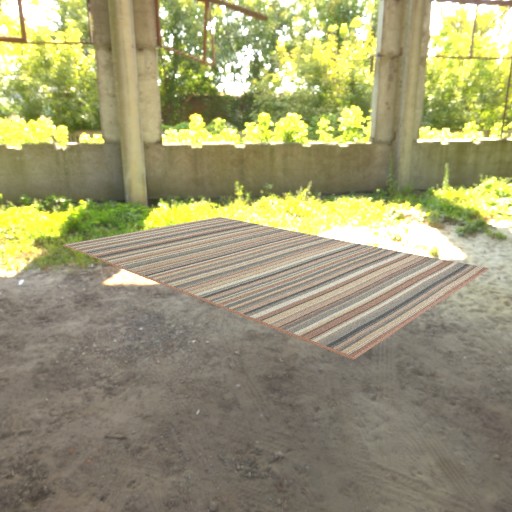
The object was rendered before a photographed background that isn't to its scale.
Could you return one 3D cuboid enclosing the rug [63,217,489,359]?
[{"bbox_3d":[0.000,0.000,2.957,2.438,0.014,1.523,14,21,42],"label":"rug"}]
